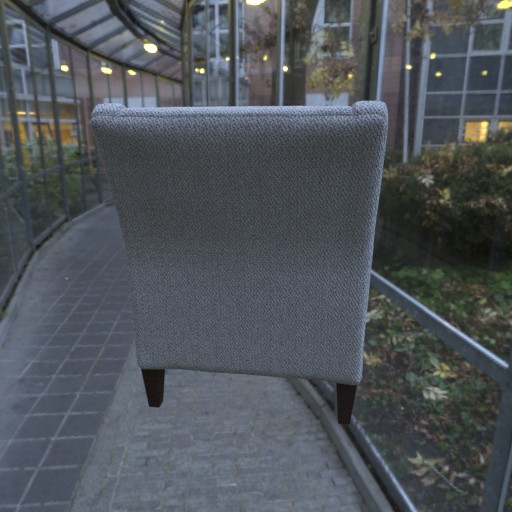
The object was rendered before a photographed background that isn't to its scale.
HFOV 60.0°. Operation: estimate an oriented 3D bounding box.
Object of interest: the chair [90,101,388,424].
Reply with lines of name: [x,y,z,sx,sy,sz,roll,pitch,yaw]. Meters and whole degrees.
chair: [0.000,0.000,1.617,0.774,1.014,0.870,2,16,8]
